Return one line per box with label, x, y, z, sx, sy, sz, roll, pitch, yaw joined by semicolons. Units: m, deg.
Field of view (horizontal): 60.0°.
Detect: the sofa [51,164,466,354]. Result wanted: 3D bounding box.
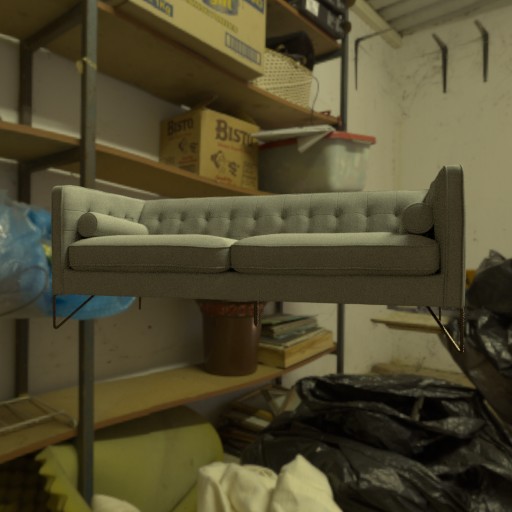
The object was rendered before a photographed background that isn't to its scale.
sofa;0.000;0.000;2.527;2.079;0.798;0.912;0;0;17
